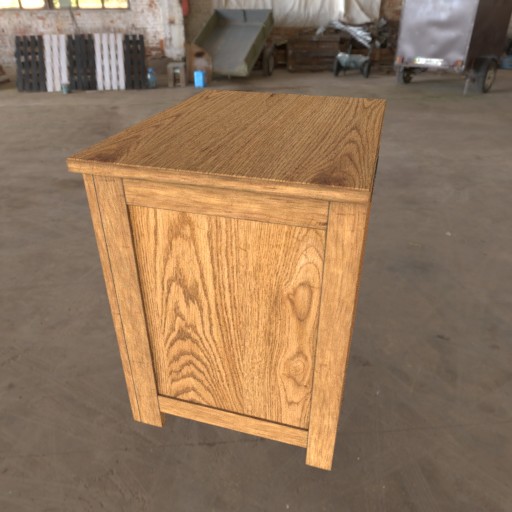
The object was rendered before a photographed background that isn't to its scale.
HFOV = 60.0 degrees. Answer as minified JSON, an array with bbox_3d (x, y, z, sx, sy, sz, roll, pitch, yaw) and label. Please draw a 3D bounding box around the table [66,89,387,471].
[{"bbox_3d":[0.000,0.000,1.050,0.494,0.625,0.601,8,32,14],"label":"table"}]
